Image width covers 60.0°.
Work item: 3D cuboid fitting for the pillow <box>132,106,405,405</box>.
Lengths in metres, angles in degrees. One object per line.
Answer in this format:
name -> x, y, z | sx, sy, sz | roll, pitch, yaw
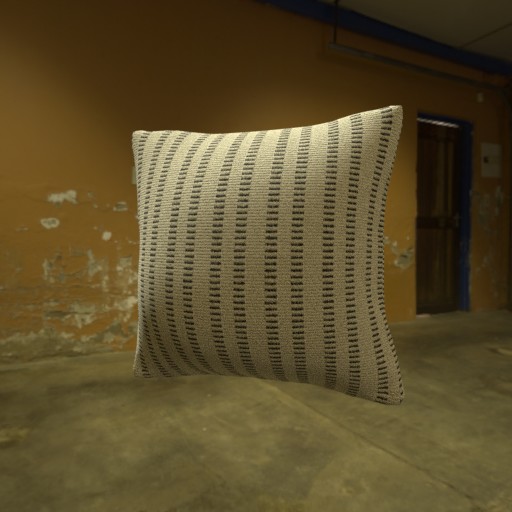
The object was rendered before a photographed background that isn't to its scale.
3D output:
pillow -> 0.000, 0.000, 0.684 | 0.438, 0.419, 0.247 | 0, 1, 18
